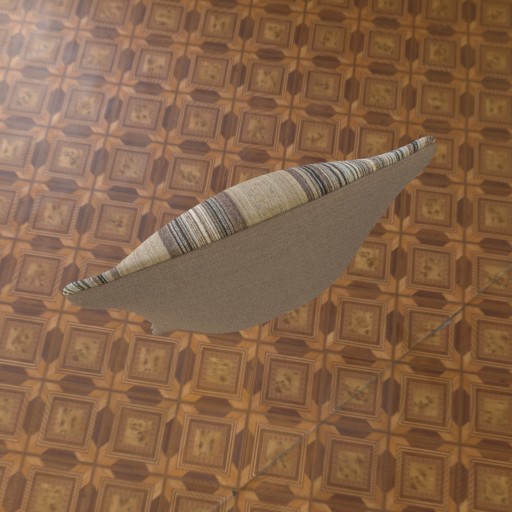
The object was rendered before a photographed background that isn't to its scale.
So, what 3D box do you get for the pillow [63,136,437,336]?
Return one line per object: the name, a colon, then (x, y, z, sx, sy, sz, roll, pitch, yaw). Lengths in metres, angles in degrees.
pillow: (0.000, 0.000, 0.665, 0.435, 0.416, 0.189, -23, 77, -6)
